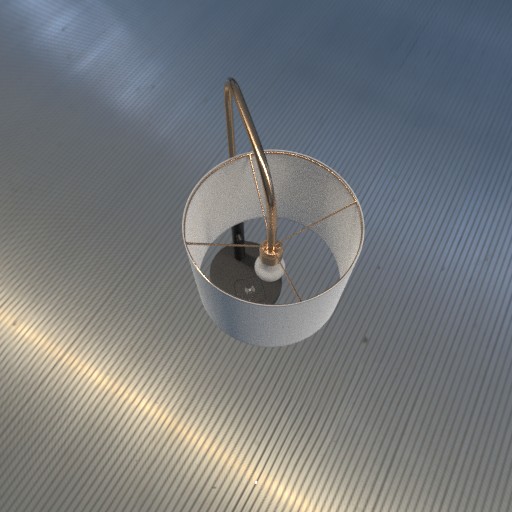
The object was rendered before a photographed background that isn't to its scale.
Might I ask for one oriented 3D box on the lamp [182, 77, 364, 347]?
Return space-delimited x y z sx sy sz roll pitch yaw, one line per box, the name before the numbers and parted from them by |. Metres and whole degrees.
lamp | 0.000 0.000 0.709 0.199 0.540 0.337 -14 64 -7
